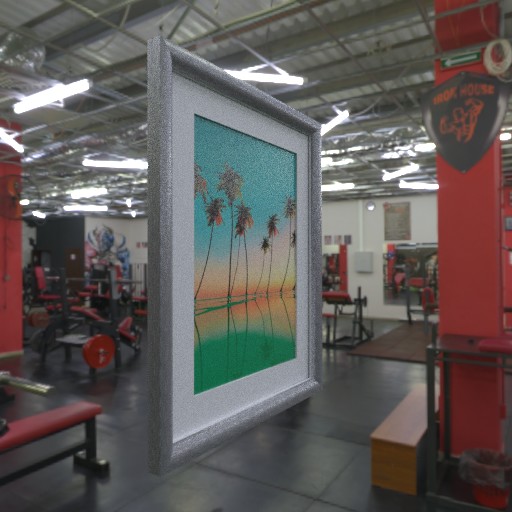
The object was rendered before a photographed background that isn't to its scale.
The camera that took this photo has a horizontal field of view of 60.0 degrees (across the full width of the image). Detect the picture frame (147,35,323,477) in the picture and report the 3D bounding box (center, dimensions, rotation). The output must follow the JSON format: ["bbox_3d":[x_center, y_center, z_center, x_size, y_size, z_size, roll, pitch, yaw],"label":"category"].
[{"bbox_3d":[0.000,0.000,0.752,0.029,0.559,0.454,0,0,35],"label":"picture frame"}]
